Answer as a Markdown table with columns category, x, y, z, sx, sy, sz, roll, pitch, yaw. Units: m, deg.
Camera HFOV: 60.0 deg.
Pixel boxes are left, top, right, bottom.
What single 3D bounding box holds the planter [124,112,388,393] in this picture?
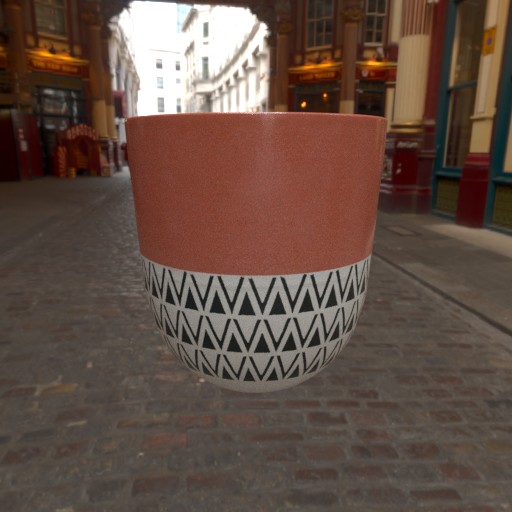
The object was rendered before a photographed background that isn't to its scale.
| category | x | y | z | sx | sy | sz | roll | pitch | yaw |
| --- | --- | --- | --- | --- | --- | --- | --- | --- | --- |
| planter | 0.000 | 0.000 | 0.367 | 0.195 | 0.214 | 0.195 | 0 | 14 | 0 |
